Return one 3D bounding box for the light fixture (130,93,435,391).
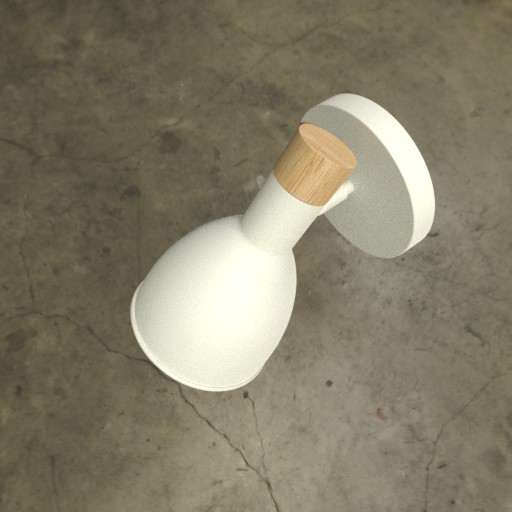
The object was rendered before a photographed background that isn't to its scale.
[{"bbox_3d":[0.000,0.000,0.328,0.209,0.199,0.127,-32,68,-15],"label":"light fixture"}]
